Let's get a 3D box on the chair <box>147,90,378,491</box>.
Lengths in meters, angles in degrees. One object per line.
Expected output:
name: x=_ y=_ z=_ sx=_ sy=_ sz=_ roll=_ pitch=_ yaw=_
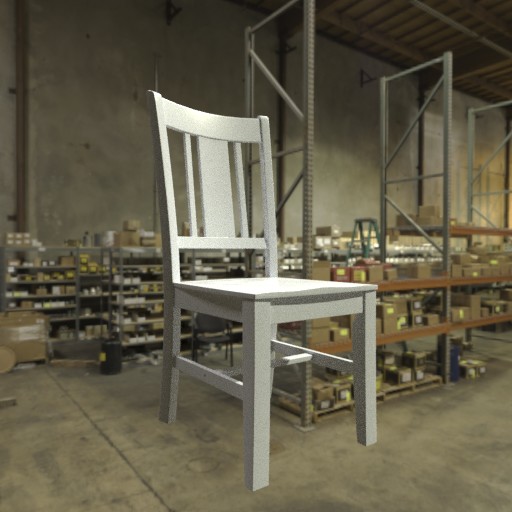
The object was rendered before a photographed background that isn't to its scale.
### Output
chair: x=0.000 y=0.000 z=1.276 sx=0.450 sy=0.998 sz=0.555 roll=-1 pitch=1 yaw=-36
